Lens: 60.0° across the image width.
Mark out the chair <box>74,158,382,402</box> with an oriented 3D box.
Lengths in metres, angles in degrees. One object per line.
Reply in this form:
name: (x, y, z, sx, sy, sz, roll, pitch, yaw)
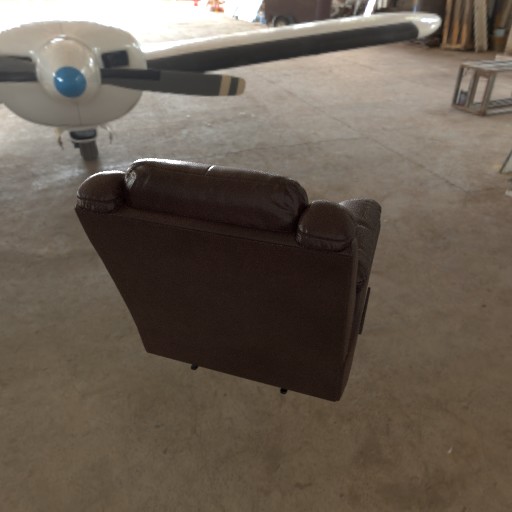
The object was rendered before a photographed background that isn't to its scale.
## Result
chair: (0.000, 0.000, 1.934, 0.990, 1.093, 1.041, 10, 34, 16)
